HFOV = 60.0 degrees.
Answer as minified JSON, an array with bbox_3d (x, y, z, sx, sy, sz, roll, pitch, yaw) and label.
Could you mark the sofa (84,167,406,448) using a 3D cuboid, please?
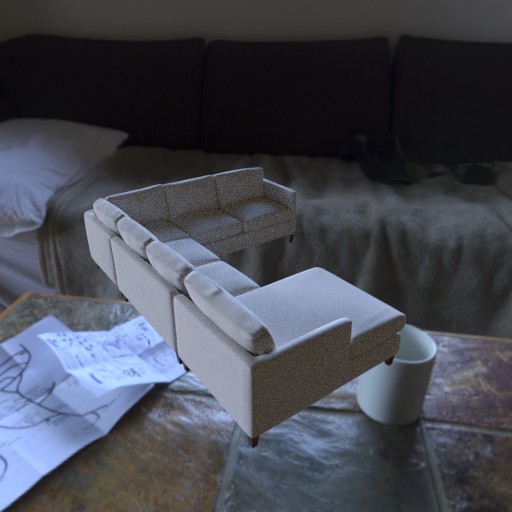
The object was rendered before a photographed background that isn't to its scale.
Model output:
[{"bbox_3d":[0.000,0.000,4.766,2.593,0.956,3.459,-18,32,-32],"label":"sofa"}]
